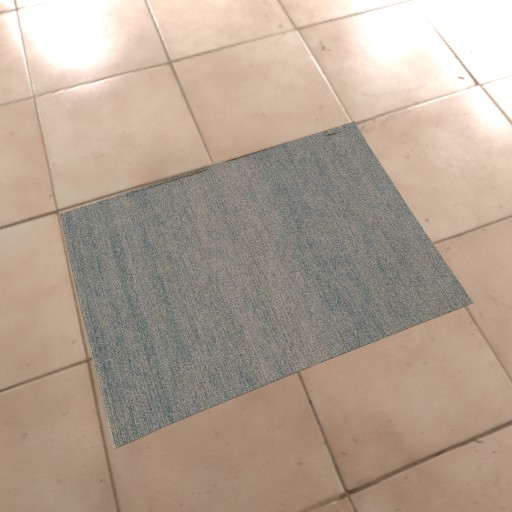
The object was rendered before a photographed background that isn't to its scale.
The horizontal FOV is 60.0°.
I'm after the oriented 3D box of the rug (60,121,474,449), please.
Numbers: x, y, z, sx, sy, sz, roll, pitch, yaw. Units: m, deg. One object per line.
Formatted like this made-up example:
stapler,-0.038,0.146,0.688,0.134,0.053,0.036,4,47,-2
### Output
rug,0.000,0.000,2.923,2.306,0.030,1.613,-19,65,-9
